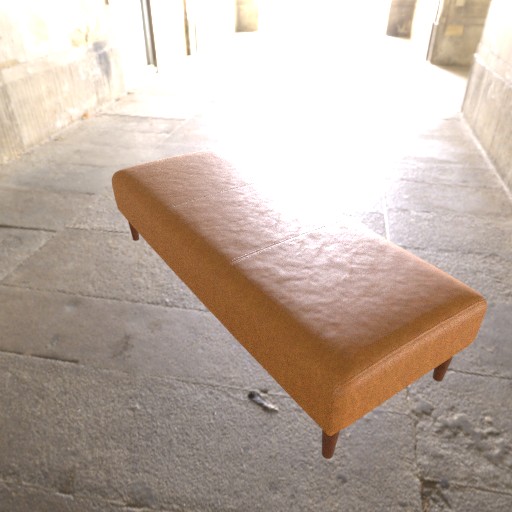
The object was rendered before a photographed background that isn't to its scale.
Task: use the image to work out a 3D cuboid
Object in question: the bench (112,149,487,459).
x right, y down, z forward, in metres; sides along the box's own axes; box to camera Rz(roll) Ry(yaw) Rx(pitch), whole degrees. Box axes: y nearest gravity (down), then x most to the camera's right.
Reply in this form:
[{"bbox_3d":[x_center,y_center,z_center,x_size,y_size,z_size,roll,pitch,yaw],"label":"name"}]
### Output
[{"bbox_3d":[0.000,0.000,1.818,0.653,0.399,1.610,-20,38,-28],"label":"bench"}]
